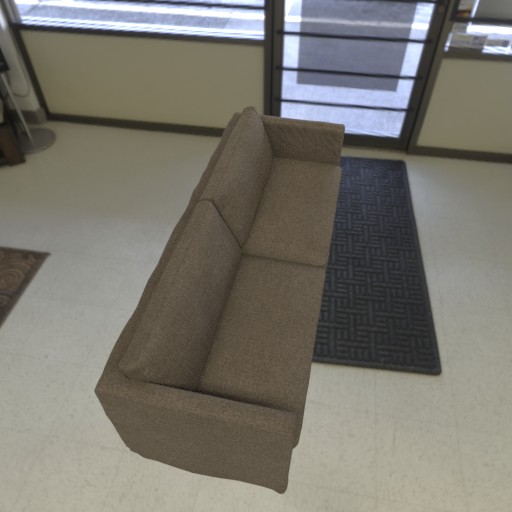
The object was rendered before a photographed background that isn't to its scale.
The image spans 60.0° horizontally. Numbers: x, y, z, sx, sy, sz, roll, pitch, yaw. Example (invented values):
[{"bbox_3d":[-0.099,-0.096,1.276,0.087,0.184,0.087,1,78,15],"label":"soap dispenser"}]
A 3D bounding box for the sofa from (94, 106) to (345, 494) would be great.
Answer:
[{"bbox_3d":[0.000,0.000,3.236,1.036,0.998,2.779,9,48,9],"label":"sofa"}]
